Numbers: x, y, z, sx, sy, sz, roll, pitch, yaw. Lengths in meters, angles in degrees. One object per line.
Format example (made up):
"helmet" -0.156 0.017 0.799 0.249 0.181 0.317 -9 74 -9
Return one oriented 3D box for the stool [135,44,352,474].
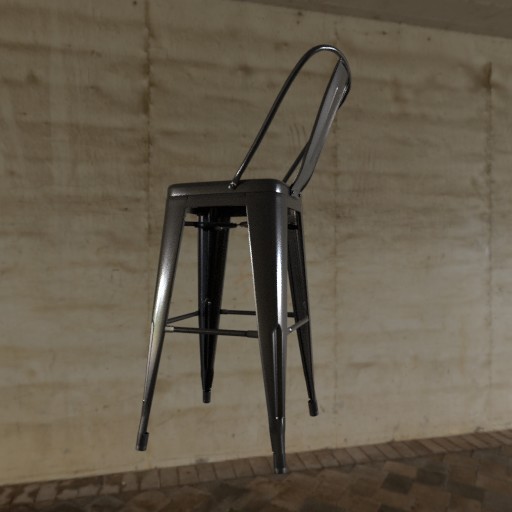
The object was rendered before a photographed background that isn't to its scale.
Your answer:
"stool" 0.000 0.000 1.270 0.528 1.022 0.432 0 0 19
